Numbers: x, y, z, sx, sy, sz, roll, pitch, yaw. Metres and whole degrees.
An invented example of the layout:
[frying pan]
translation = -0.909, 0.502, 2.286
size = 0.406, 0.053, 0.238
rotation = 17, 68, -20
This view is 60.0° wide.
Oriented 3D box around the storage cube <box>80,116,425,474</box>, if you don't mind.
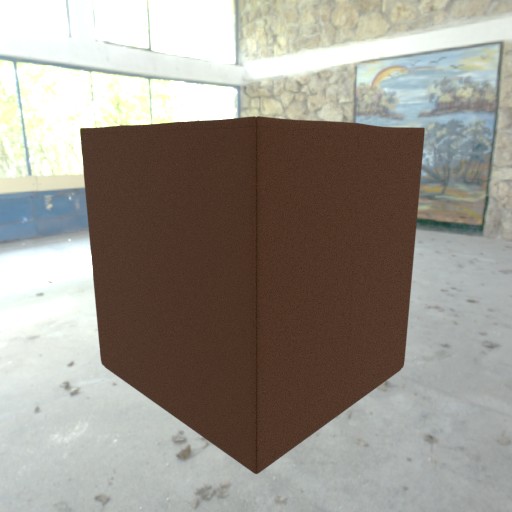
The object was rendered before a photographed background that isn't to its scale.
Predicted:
[storage cube]
translation = 0.000, 0.000, 0.504
size = 0.270, 0.280, 0.270
rotation = 13, 19, 43
